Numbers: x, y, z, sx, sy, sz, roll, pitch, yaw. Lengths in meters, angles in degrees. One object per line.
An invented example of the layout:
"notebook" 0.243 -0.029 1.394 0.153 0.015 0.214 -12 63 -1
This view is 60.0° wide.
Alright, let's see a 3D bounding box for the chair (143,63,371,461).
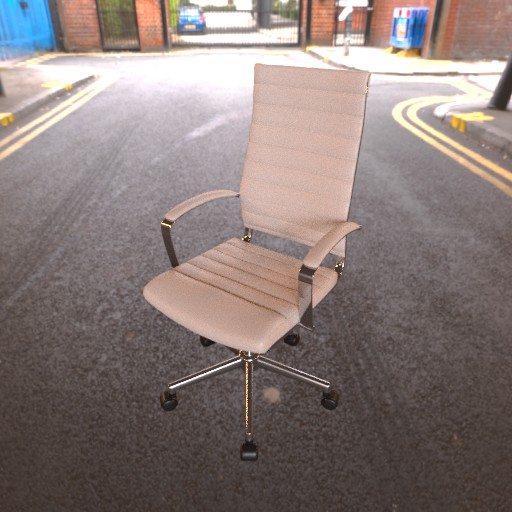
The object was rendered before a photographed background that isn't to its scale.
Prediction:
"chair" 0.000 0.000 1.518 0.679 1.149 0.679 19 34 30
